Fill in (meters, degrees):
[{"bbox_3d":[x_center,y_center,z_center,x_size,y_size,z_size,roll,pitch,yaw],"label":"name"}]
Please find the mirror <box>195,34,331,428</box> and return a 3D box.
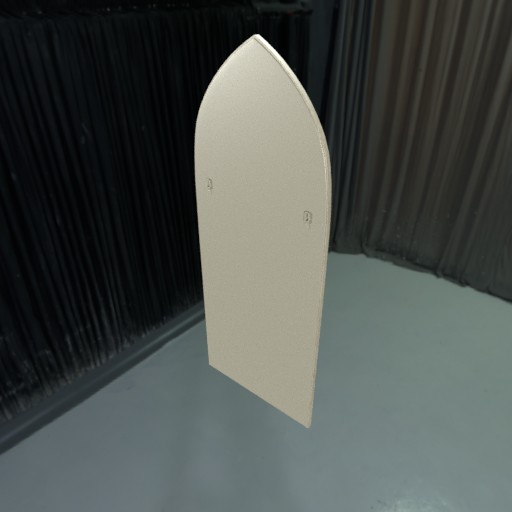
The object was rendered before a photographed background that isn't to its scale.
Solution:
[{"bbox_3d":[0.000,0.000,1.309,0.464,1.175,0.025,23,39,33],"label":"mirror"}]
